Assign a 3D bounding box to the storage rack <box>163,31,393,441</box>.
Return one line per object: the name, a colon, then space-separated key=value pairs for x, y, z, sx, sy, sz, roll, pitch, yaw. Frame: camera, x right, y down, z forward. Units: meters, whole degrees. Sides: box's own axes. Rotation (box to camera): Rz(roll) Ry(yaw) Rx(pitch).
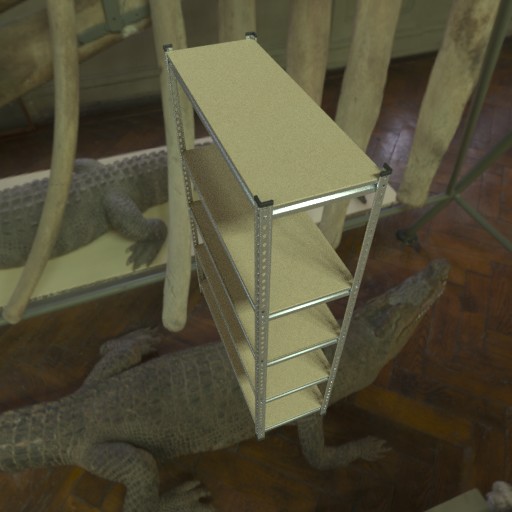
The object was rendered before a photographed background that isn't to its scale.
storage rack: x=0.000 y=0.000 z=2.394 sx=0.457 sy=1.829 sz=1.219 roll=-16 pitch=49 yaw=-14
